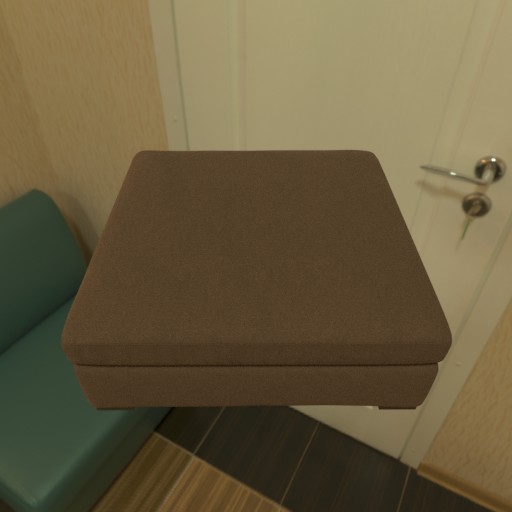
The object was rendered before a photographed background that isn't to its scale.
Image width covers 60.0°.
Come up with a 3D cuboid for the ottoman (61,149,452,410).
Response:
[{"bbox_3d":[0.000,0.000,1.836,1.181,0.470,1.181,0,41,0],"label":"ottoman"}]
